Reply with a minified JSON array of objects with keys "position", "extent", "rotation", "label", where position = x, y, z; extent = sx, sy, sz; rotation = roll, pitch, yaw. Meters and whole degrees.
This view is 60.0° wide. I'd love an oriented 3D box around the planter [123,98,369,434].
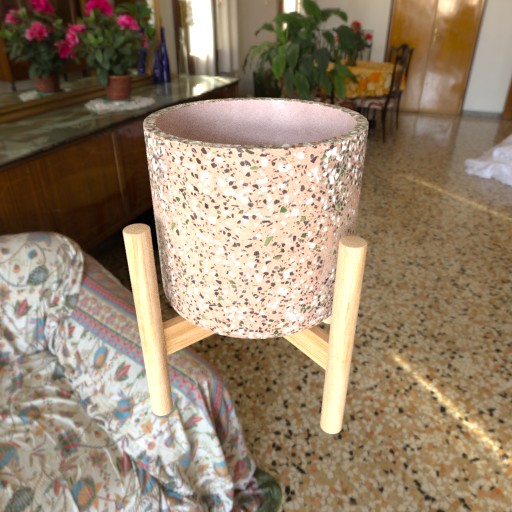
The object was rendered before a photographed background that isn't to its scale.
[{"position":[0.000,0.000,0.526],"extent":[0.284,0.320,0.284],"rotation":[-8,30,-13],"label":"planter"}]
